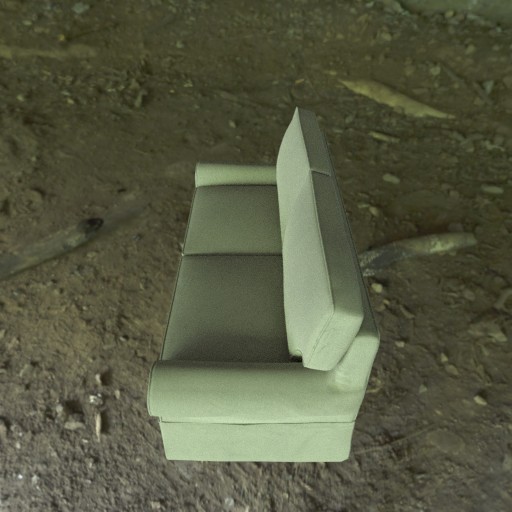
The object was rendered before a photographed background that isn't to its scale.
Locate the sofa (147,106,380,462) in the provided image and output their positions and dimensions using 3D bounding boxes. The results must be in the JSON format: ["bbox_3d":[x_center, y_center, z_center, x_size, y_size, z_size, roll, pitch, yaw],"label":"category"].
[{"bbox_3d":[0.000,0.000,2.310,0.841,1.024,1.823,0,40,0],"label":"sofa"}]
